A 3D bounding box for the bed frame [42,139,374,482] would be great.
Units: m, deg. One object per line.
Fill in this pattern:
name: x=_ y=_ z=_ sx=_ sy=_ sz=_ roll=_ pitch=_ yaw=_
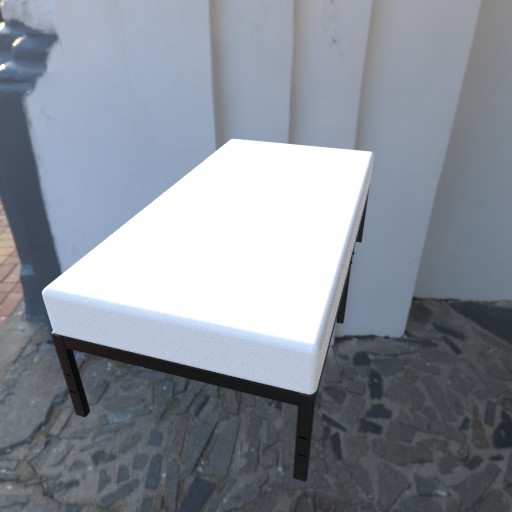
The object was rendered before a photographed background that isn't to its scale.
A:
bed frame: x=0.000 y=0.000 z=2.393 sx=1.023 sy=0.659 sz=1.950 roll=9 pitch=32 yaw=15
